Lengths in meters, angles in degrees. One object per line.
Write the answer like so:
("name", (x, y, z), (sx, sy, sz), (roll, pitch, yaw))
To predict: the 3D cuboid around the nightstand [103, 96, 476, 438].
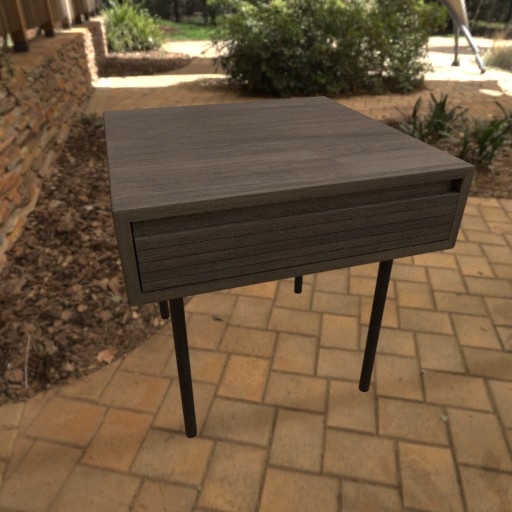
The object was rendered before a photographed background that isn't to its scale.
("nightstand", (0.000, 0.000, 0.898), (0.502, 0.497, 0.503), (-9, 32, -15))
